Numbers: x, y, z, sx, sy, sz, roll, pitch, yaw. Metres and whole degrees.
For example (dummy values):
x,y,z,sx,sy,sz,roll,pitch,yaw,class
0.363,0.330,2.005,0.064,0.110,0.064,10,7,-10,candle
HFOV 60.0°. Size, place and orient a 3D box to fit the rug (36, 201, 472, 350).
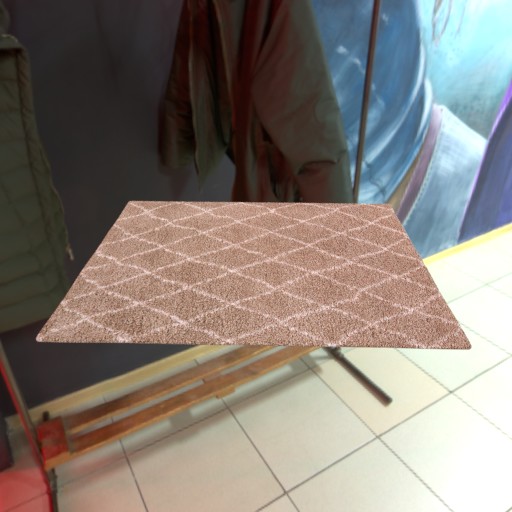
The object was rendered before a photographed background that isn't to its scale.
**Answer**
x,y,z,sx,sy,sz,roll,pitch,yaw,class
0.000,0.000,4.124,3.047,0.029,2.438,1,30,1,rug
